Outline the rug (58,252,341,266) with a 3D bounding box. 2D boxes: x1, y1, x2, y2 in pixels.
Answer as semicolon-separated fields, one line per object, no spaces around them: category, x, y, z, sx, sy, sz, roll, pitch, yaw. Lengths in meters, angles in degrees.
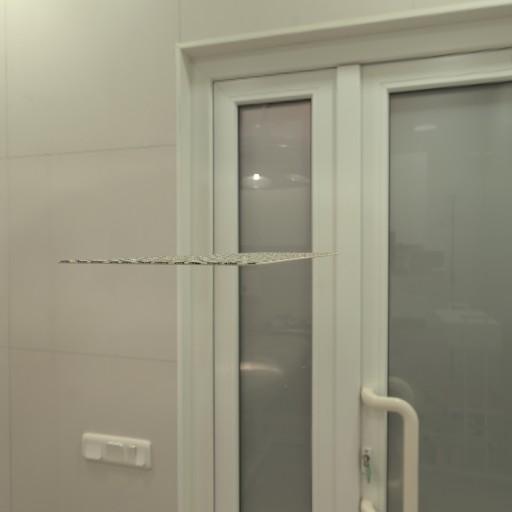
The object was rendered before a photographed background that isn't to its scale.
rug;0.000;0.000;2.637;0.750;0.009;2.435;0;1;17
